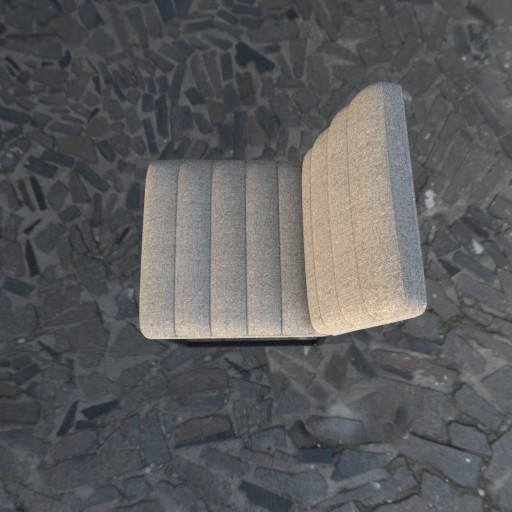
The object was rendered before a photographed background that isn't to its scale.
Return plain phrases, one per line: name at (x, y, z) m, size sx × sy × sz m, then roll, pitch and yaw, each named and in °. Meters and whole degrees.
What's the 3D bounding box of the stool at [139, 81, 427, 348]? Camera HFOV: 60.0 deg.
stool at (0.000, 0.000, 1.225) m, size 0.560 × 0.940 × 0.460 m, roll -1°, pitch 75°, yaw 0°
